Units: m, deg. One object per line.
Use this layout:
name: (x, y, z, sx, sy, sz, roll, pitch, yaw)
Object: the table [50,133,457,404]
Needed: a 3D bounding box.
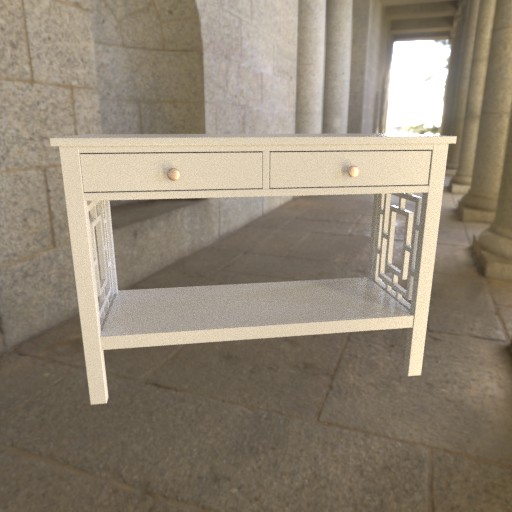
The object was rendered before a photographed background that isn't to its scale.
table: (0.000, 0.000, 1.432, 1.068, 0.753, 0.397, -3, 17, -9)
